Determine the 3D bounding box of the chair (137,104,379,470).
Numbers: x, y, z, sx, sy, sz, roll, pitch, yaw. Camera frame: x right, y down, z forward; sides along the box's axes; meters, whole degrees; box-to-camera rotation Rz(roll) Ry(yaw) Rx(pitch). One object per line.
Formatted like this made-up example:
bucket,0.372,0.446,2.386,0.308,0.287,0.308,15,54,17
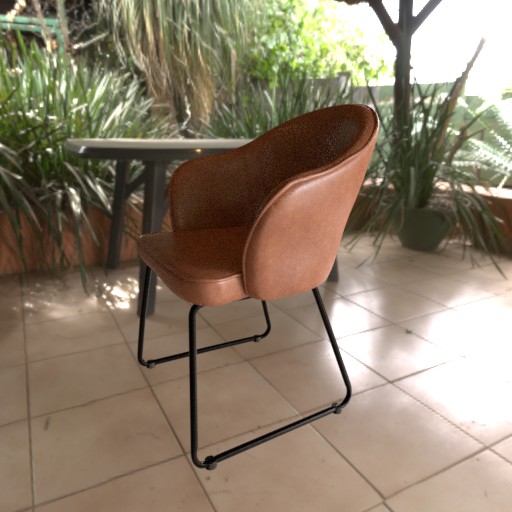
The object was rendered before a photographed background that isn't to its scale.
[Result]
chair,0.000,0.000,1.194,0.580,0.785,0.582,-9,19,-27
